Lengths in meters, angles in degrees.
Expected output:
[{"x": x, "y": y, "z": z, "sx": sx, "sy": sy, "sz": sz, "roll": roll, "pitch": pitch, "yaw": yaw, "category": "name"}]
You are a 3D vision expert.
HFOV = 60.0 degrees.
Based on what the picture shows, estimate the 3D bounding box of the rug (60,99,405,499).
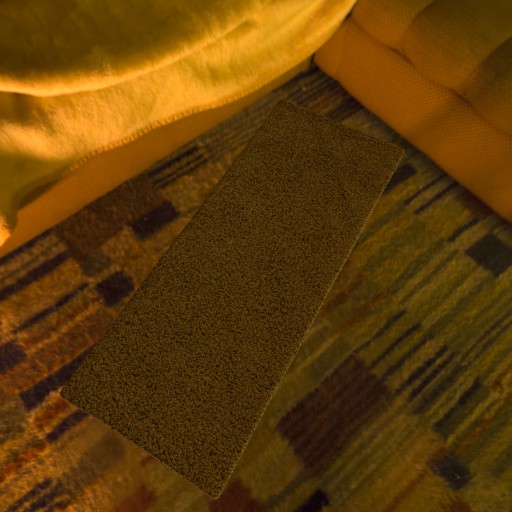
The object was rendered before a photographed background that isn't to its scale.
[{"x": 0.000, "y": 0.000, "z": 1.676, "sx": 0.609, "sy": 0.030, "sz": 1.524, "roll": 27, "pitch": 66, "yaw": 13, "category": "rug"}]
